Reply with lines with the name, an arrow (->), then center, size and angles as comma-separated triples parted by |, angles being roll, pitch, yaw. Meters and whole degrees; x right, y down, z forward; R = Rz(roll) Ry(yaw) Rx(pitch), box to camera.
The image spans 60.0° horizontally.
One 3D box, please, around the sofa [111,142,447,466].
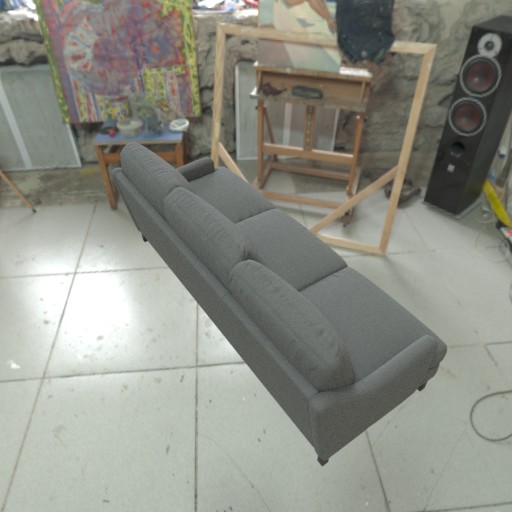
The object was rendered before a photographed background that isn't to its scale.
sofa -> 0.000, 0.000, 2.880 | 0.987, 0.926, 2.344 | -25, 47, -25
